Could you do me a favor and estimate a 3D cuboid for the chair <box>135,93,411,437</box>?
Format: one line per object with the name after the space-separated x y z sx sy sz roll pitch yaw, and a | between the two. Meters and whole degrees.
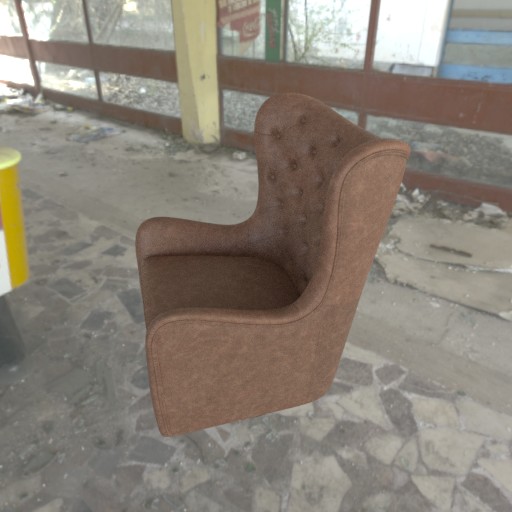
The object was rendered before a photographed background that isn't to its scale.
0.000 0.000 1.750 0.930 1.079 0.831 -8 31 -14 | chair
